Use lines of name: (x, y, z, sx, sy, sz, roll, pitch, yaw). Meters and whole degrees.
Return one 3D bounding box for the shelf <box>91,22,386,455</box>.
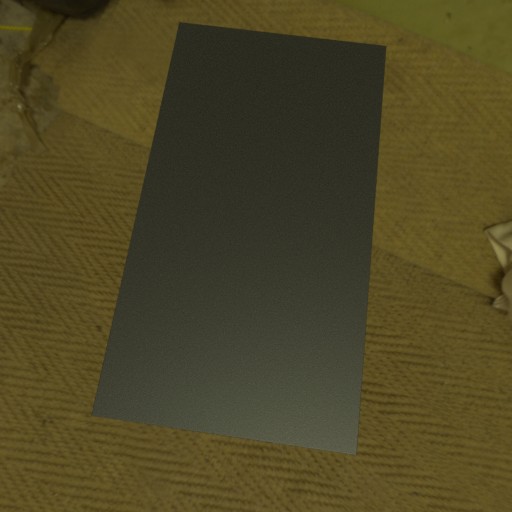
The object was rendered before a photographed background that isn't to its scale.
shelf: (0.000, 0.000, 1.299, 0.498, 0.749, 0.902, 8, 75, 2)
